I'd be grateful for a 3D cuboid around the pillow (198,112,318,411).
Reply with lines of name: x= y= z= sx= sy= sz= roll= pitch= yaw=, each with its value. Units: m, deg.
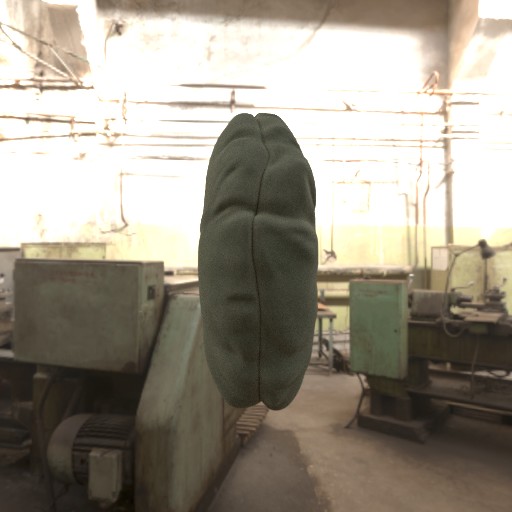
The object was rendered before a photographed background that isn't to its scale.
pillow: x=0.000 y=0.000 z=0.660 sx=0.148 sy=0.407 sz=0.428 roll=0 pitch=0 yaw=-1
